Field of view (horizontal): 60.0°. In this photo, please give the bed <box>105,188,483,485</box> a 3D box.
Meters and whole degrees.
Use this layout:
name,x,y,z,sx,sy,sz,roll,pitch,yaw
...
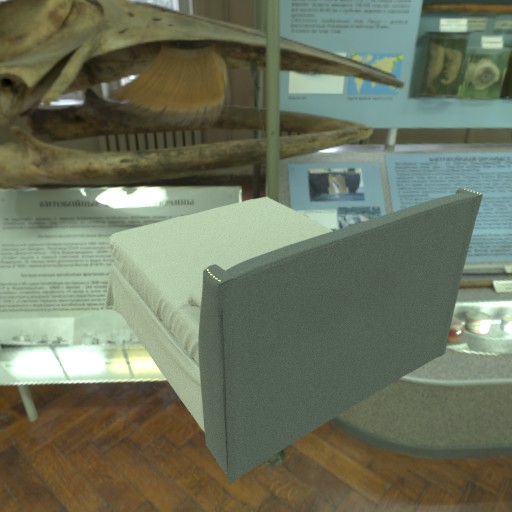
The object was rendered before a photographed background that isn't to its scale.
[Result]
name,x,y,z,sx,sy,sz,roll,pitch,yaw
bed,0.000,0.000,3.399,1.925,1.332,2.276,-18,32,-30
